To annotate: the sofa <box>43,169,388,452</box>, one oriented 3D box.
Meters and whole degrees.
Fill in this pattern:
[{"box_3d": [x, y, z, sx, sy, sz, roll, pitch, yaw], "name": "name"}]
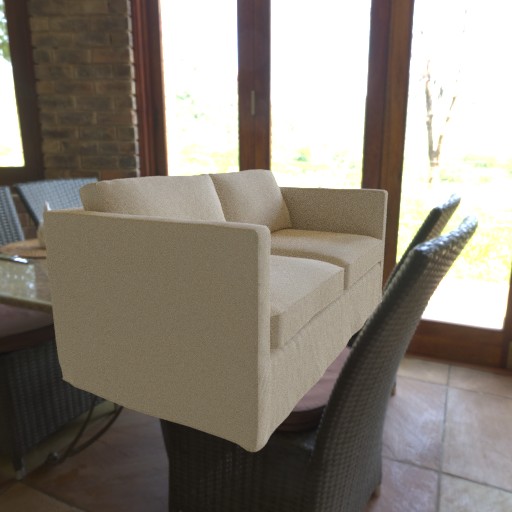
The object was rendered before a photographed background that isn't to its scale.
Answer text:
[{"box_3d": [0.000, 0.000, 2.267, 0.962, 0.834, 1.746, 7, 14, 28], "name": "sofa"}]
